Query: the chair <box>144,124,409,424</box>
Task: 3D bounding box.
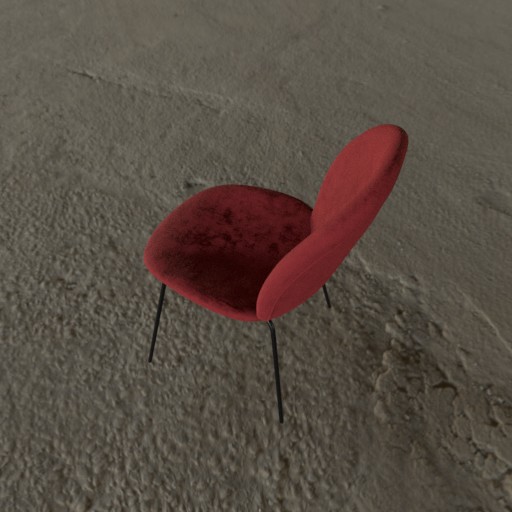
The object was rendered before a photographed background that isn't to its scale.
[{"bbox_3d":[0.000,0.000,1.165,0.587,0.791,0.458,18,50,16],"label":"chair"}]
